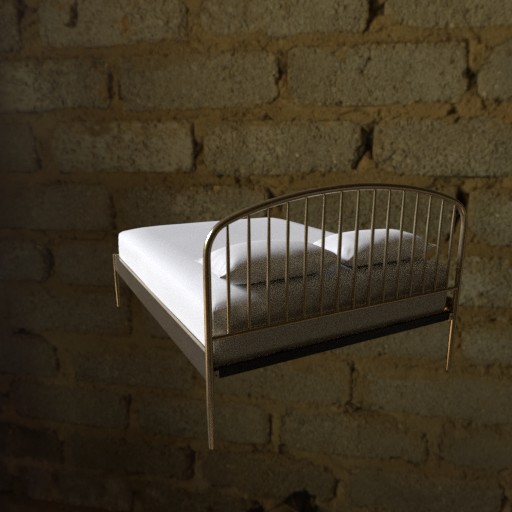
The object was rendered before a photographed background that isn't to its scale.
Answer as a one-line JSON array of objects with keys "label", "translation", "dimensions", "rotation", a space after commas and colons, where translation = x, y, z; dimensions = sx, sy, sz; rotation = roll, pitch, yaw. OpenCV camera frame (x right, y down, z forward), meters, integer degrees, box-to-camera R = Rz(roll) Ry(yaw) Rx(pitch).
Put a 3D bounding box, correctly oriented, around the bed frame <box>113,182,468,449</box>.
[{"label": "bed frame", "translation": [0.000, 0.000, 3.162], "dimensions": [1.612, 1.175, 2.152], "rotation": [-7, 15, -27]}]
